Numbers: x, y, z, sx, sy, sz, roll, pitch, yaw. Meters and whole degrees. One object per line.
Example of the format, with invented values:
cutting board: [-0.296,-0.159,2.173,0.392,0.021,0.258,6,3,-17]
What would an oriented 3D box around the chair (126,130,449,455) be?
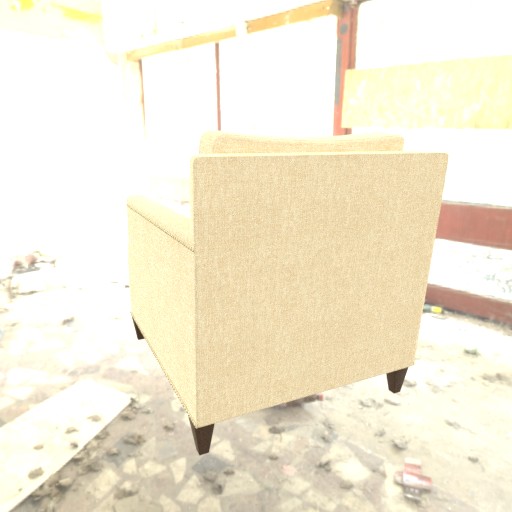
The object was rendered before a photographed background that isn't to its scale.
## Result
chair: [0.000,0.000,1.749,0.838,0.940,1.041,-7,16,-25]
